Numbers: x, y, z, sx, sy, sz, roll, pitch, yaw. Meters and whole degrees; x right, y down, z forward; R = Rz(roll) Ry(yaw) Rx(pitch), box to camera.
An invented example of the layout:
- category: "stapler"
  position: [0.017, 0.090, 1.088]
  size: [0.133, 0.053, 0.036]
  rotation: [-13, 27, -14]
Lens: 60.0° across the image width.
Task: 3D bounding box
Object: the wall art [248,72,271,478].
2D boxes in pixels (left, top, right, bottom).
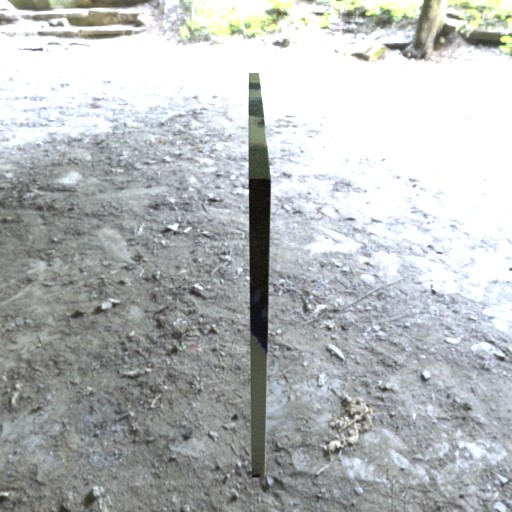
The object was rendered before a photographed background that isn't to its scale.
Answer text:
- category: "wall art"
  position: [0.000, 0.000, 1.351]
  size: [0.038, 0.885, 0.887]
  rotation: [0, 33, -1]
